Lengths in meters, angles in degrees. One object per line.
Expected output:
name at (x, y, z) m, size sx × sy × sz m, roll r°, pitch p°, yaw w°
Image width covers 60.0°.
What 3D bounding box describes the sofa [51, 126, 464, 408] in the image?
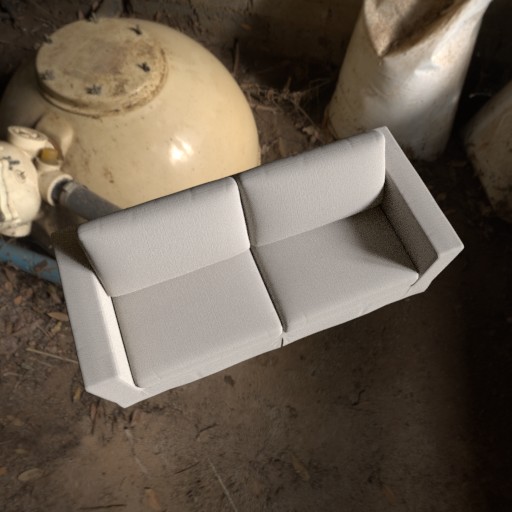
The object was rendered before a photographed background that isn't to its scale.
sofa at (0.000, 0.000, 2.665) m, size 2.163 × 0.881 × 0.954 m, roll -19°, pitch 67°, yaw -9°
